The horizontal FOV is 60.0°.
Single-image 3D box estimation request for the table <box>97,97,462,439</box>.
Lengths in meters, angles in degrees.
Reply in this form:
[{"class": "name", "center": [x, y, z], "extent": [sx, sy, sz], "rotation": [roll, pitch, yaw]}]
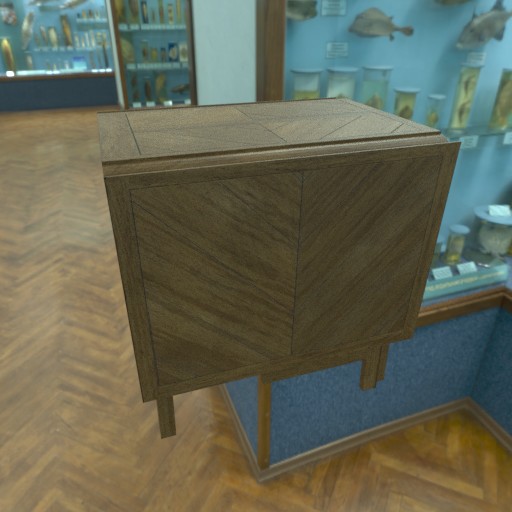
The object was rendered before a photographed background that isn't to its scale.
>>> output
[{"class": "table", "center": [0.000, 0.000, 1.286], "extent": [0.746, 0.763, 0.591], "rotation": [-9, 30, -16]}]
